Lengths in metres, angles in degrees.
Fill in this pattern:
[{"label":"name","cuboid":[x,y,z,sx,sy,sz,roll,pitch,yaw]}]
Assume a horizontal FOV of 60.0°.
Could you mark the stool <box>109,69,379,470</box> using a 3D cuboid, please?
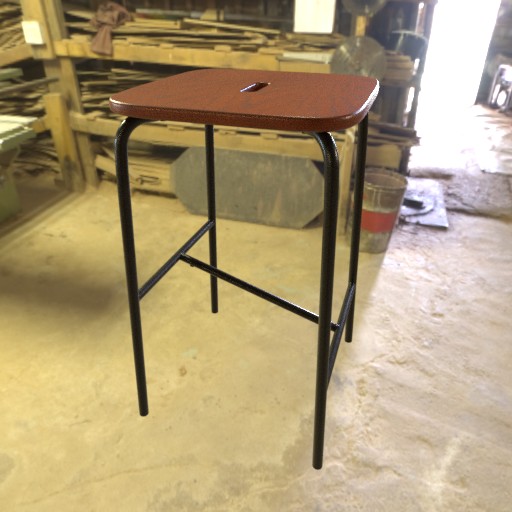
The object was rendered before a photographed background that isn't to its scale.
[{"label":"stool","cuboid":[0.000,0.000,0.844,0.376,0.610,0.376,10,32,16]}]
